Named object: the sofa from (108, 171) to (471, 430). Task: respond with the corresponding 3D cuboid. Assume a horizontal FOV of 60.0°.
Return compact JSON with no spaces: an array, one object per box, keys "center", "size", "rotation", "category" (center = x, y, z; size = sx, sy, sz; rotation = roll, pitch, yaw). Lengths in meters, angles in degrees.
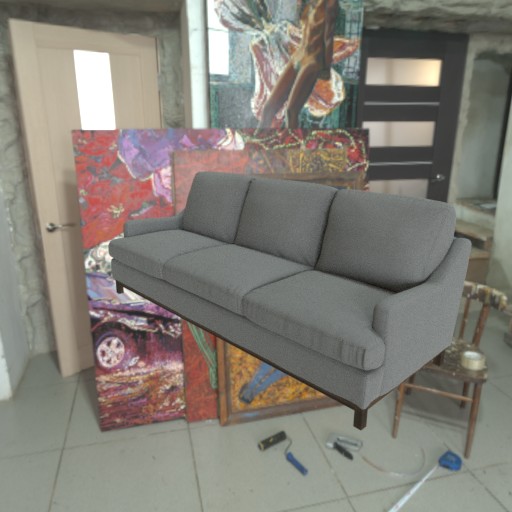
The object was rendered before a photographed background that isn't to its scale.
[{"center":[0.000,0.000,2.905],"size":[0.987,0.926,2.344],"rotation":[-15,23,-41],"category":"sofa"}]
